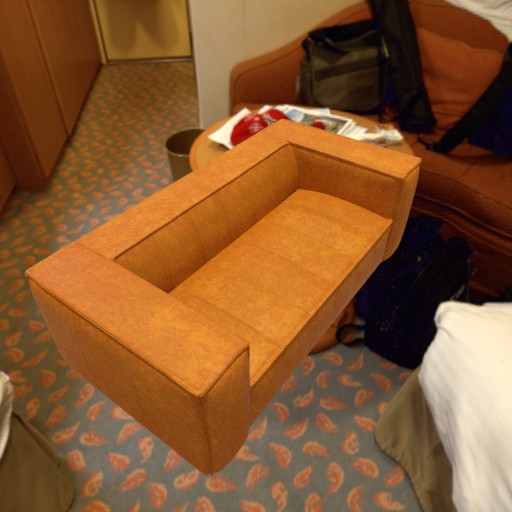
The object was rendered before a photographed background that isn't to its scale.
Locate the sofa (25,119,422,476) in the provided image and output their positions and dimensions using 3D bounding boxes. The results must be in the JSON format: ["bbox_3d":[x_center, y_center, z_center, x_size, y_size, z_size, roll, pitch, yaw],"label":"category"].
[{"bbox_3d":[0.000,0.000,2.541,1.102,0.703,2.088,25,47,27],"label":"sofa"}]
